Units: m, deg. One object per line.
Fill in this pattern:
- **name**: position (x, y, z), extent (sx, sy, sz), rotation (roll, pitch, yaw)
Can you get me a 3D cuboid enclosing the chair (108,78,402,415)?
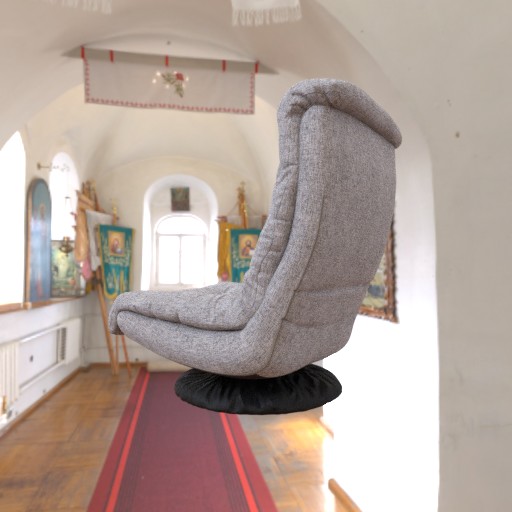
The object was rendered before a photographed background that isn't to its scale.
- **chair**: position (0.000, 0.000, 0.992), extent (0.583, 0.600, 0.400), rotation (0, -1, 35)
